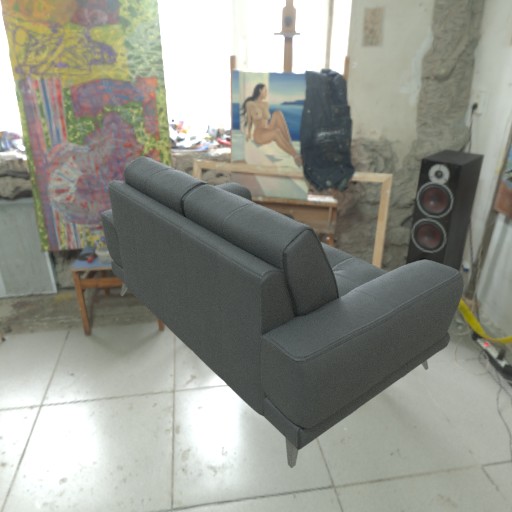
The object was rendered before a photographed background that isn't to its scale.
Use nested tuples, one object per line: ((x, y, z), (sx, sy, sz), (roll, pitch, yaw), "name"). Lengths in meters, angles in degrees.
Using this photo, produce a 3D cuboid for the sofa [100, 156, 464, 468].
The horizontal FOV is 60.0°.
((0.000, 0.000, 2.344), (1.018, 0.907, 1.806), (-19, 32, -34), "sofa")
